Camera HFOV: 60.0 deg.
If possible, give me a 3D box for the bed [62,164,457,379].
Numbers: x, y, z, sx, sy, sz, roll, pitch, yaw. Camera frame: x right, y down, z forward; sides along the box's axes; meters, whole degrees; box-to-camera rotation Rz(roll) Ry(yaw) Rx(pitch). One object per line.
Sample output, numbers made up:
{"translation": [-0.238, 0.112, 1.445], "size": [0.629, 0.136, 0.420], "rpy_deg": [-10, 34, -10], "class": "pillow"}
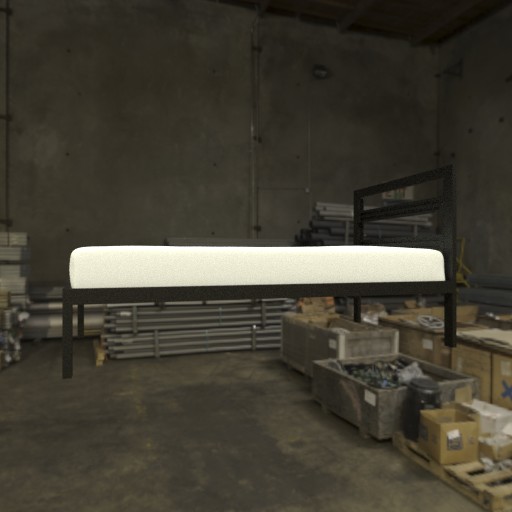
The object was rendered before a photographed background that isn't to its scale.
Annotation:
{"translation": [0.000, 0.000, 2.512], "size": [1.930, 0.967, 0.991], "rpy_deg": [0, 0, -19], "class": "bed"}
